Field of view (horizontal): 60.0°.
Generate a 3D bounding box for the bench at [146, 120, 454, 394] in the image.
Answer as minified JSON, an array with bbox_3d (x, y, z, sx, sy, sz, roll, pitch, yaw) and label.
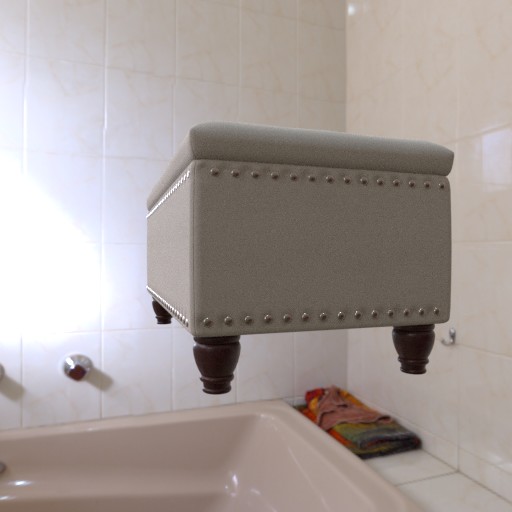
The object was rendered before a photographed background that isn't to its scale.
[{"bbox_3d":[0.000,0.000,1.170,0.500,0.449,0.887,0,0,-18],"label":"bench"}]
